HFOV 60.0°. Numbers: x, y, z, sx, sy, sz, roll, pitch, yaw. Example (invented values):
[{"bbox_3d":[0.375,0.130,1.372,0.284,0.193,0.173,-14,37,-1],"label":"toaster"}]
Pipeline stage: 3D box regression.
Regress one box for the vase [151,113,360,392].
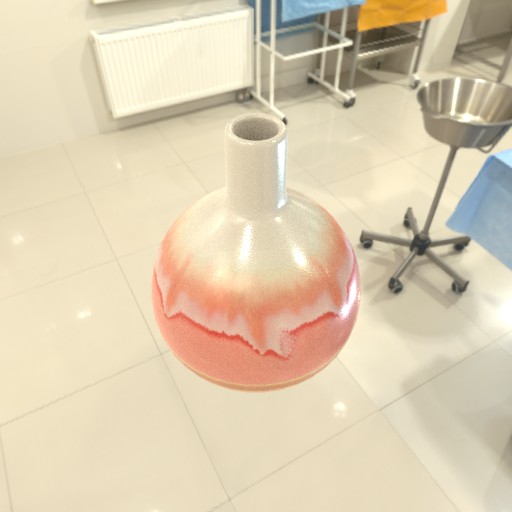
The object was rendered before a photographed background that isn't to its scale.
[{"bbox_3d":[0.000,0.000,0.275,0.137,0.176,0.137,0,46,0],"label":"vase"}]
